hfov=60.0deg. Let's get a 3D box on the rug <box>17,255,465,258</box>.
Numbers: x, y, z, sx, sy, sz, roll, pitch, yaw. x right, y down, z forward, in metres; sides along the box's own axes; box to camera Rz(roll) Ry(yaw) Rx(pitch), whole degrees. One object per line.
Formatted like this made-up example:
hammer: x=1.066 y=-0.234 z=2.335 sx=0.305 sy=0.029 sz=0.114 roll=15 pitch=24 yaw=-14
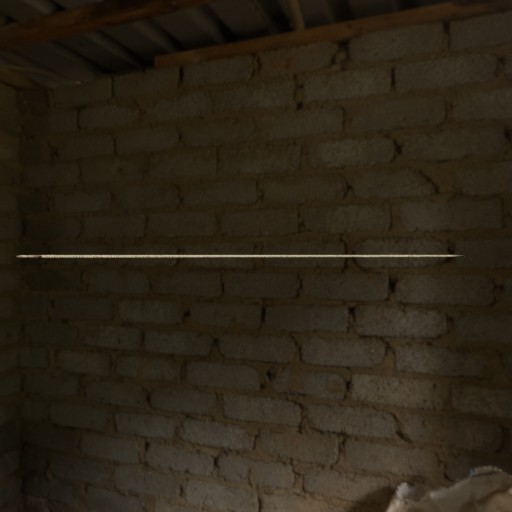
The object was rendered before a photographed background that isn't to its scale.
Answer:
rug: x=0.000 y=0.000 z=2.654 sx=2.440 sy=0.013 sz=0.769 roll=0 pitch=0 yaw=-19
